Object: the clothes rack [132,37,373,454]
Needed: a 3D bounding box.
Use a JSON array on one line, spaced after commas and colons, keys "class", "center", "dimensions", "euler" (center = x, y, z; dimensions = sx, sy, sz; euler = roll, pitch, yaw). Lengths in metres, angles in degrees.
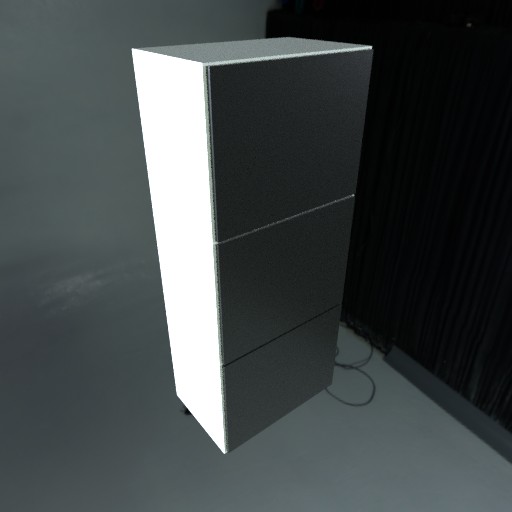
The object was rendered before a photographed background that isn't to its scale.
[{"class": "clothes rack", "center": [0.000, 0.000, 1.388], "dimensions": [0.500, 1.187, 0.330], "euler": [-22, 37, -32]}]
